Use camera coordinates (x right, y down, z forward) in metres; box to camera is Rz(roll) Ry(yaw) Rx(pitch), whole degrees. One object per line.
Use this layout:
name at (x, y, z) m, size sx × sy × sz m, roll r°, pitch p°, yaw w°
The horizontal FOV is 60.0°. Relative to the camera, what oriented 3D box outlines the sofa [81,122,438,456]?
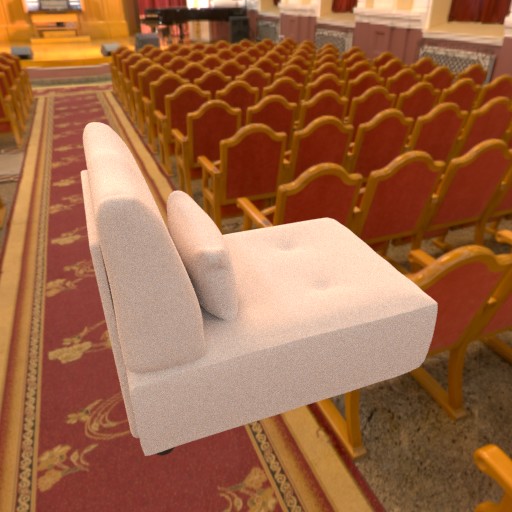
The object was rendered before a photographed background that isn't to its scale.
sofa at (0.000, 0.000, 1.496) m, size 1.000 × 0.820 × 0.700 m, roll -11°, pitch 32°, yaw -18°
